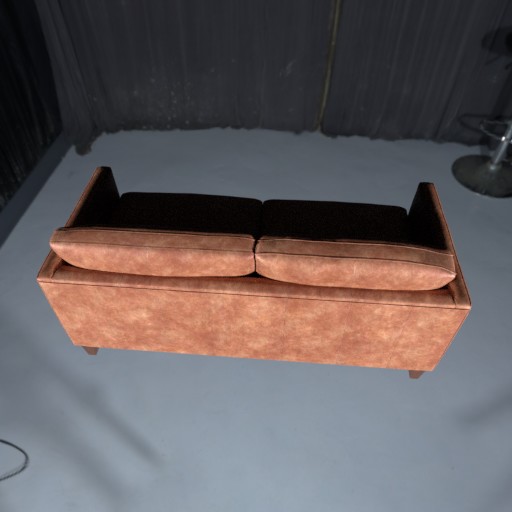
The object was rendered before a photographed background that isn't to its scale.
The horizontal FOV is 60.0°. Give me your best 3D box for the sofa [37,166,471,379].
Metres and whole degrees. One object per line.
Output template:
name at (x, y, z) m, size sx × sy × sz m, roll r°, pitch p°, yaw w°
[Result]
sofa at (0.000, 0.000, 2.447) m, size 1.971 × 0.863 × 0.923 m, roll 3°, pitch 47°, yaw 3°
